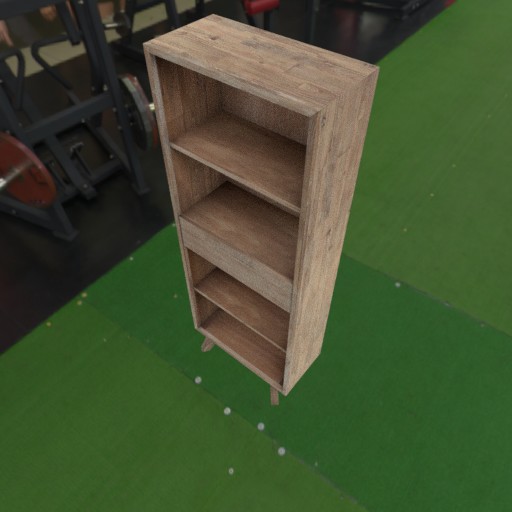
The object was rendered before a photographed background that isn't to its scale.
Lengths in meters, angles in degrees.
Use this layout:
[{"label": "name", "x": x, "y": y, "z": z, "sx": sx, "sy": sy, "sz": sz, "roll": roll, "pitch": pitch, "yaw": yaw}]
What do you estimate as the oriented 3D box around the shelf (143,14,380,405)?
[{"label": "shelf", "x": 0.000, "y": 0.000, "z": 1.493, "sx": 0.491, "sy": 1.342, "sz": 0.267, "roll": 31, "pitch": 55, "yaw": 25}]
